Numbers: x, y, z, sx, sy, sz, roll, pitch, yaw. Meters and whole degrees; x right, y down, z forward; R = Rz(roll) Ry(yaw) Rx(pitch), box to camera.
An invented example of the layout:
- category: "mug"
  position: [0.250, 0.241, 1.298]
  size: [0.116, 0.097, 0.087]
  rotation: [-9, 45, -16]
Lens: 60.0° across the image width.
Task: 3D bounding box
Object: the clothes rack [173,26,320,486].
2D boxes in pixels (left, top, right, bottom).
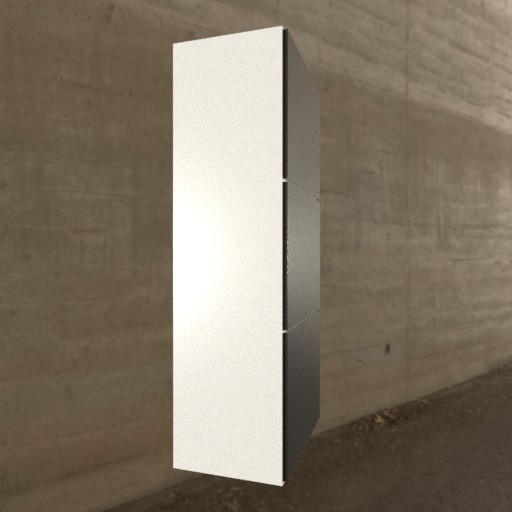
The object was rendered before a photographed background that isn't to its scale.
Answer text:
- category: "clothes rack"
  position: [0.000, 0.000, 1.428]
  size: [0.330, 1.187, 0.500]
  rotation: [0, 0, 18]
